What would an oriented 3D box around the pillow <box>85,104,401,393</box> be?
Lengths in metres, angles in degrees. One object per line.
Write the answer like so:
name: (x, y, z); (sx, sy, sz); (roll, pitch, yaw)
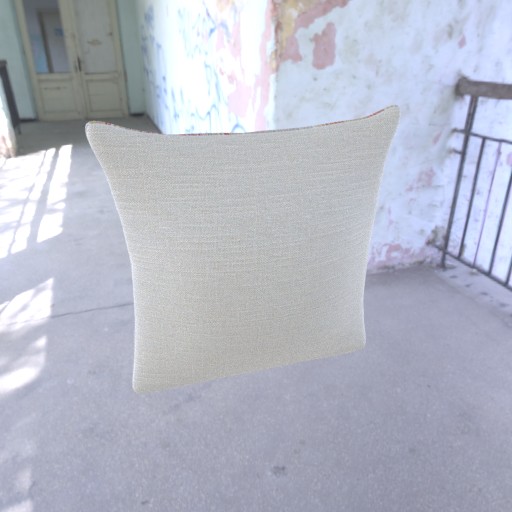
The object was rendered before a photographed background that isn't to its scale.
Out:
pillow: (0.000, 0.000, 0.712); (0.451, 0.449, 0.191); (-8, 27, -15)
